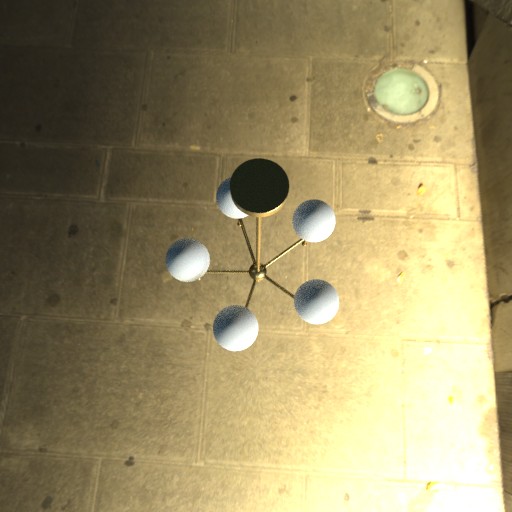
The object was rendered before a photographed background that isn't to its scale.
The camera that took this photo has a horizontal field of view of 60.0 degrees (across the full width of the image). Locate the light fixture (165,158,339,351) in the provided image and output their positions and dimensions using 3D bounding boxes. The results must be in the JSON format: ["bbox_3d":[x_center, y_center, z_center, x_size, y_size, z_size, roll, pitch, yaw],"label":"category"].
[{"bbox_3d":[0.000,0.000,1.834,0.815,1.331,0.785,18,77,4],"label":"light fixture"}]
